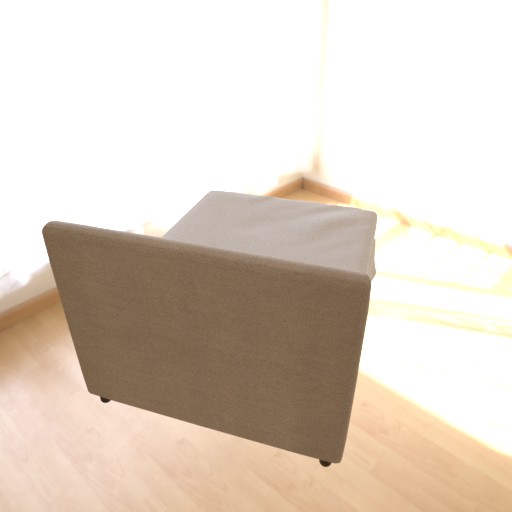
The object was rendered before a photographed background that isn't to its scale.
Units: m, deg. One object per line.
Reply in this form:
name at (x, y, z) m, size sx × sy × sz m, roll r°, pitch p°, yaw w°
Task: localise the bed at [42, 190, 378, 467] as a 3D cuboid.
bed at (0.000, 0.000, 3.226) m, size 1.713 × 1.330 × 2.162 m, roll 10°, pitch 33°, yaw 15°
